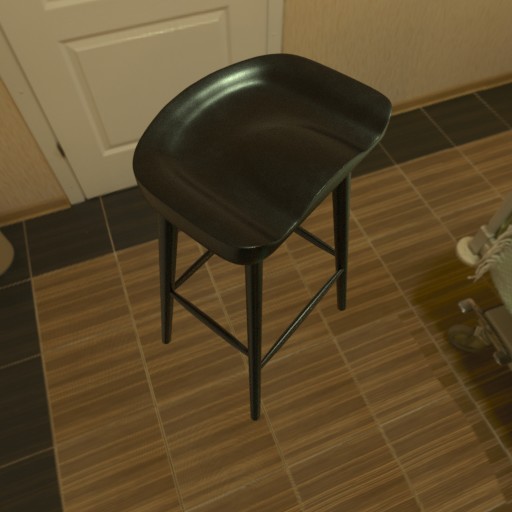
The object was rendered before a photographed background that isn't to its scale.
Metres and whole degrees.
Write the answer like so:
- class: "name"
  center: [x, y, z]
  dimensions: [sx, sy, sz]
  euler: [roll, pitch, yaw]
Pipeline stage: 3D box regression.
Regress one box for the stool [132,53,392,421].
- class: "stool"
  center: [0.000, 0.000, 1.008]
  dimensions: [0.361, 0.749, 0.440]
  euler: [35, 64, 20]
